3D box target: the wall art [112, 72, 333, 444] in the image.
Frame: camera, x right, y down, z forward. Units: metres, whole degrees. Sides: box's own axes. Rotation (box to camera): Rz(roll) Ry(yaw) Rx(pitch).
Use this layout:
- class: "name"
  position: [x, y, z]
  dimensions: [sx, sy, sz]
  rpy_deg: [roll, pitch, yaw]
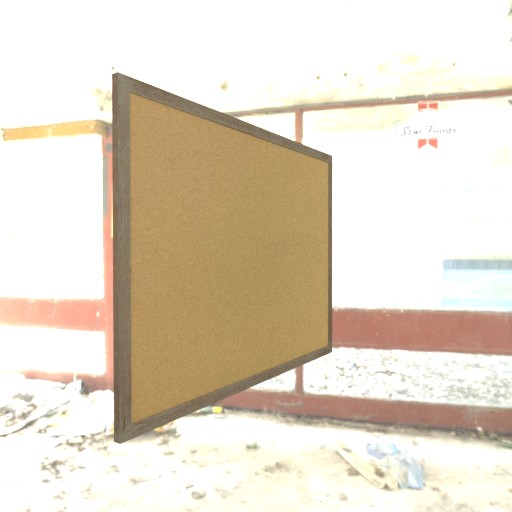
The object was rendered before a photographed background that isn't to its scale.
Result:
- class: "wall art"
  position: [0.000, 0.000, 1.339]
  dimensions: [0.019, 0.774, 1.012]
  rpy_deg: [1, 1, 35]
